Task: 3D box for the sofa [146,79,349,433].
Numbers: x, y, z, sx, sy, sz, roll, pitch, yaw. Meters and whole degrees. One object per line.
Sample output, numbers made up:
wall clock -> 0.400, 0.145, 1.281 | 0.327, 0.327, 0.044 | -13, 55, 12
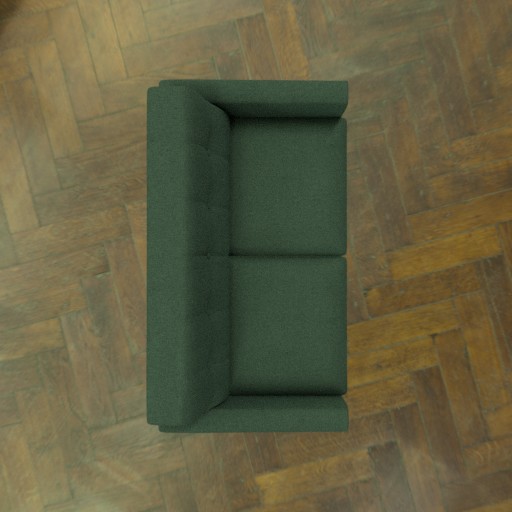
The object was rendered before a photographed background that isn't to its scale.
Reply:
sofa -> 0.000, 0.000, 2.185 | 0.909, 0.841, 1.631 | 0, 90, 0
